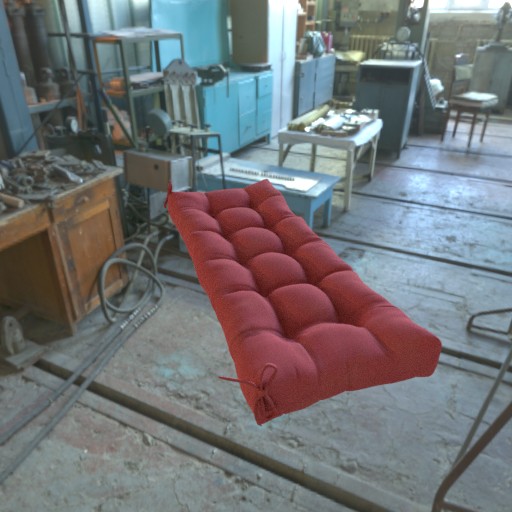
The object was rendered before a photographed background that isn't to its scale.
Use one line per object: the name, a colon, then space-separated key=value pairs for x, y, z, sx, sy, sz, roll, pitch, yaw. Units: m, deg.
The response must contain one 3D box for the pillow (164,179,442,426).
pillow: x=0.000 y=0.000 z=1.383 sx=0.511 sy=0.174 sz=1.194 roll=-9 pitch=31 yaw=-16
